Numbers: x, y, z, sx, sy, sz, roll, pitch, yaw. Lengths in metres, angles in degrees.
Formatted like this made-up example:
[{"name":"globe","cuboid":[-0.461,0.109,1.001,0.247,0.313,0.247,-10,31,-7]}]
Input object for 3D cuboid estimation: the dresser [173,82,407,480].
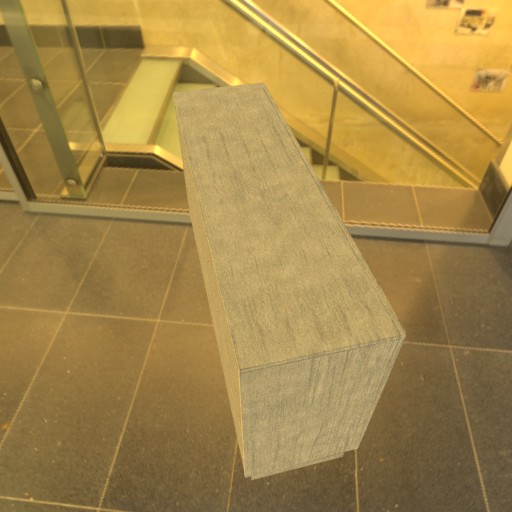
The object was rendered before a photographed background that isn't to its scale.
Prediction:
[{"name":"dresser","cuboid":[0.000,0.000,2.072,0.483,0.889,1.628,-10,47,-9]}]
